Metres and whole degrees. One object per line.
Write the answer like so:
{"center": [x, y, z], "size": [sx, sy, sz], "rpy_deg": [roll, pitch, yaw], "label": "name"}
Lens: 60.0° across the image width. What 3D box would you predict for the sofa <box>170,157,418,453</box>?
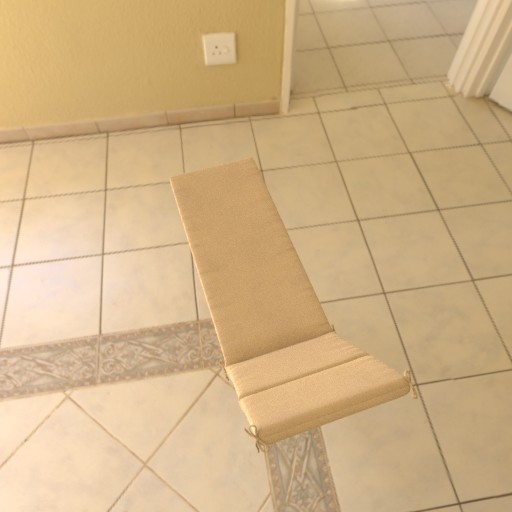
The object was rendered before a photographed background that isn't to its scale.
{"center": [0.000, 0.000, 2.007], "size": [0.582, 0.622, 1.663], "rpy_deg": [-16, 59, -10], "label": "sofa"}
